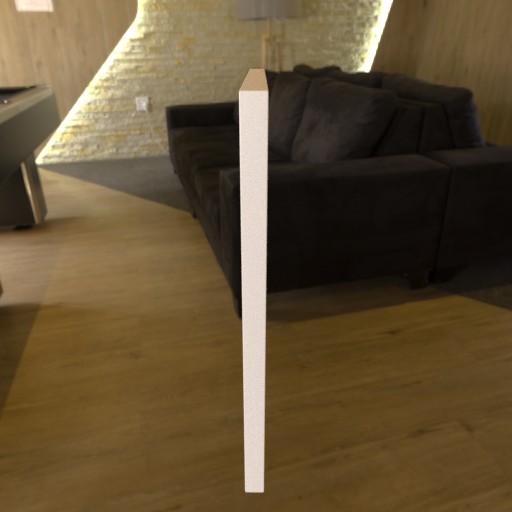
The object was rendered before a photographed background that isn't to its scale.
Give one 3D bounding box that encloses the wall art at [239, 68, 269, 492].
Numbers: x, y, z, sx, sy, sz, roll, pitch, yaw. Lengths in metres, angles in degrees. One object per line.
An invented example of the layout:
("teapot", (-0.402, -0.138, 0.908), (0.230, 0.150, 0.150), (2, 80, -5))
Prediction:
("wall art", (0.000, 0.000, 0.738), (0.028, 0.556, 0.454), (0, 25, 0))
